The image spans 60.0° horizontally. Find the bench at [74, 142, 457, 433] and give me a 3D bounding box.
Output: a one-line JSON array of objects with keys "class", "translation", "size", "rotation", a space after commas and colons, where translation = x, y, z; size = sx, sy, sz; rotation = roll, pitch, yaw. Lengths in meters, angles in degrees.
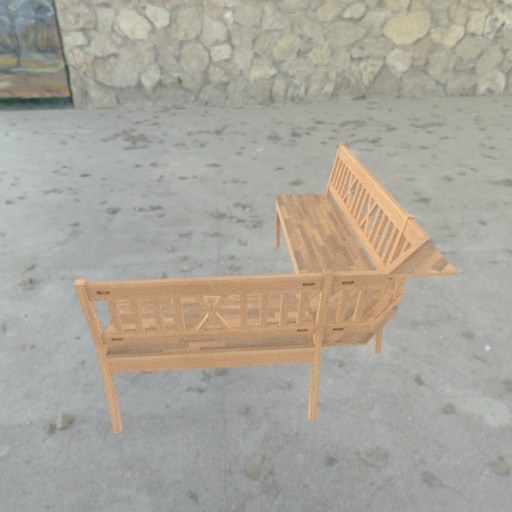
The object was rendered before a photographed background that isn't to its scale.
[{"class": "bench", "translation": [0.000, 0.000, 2.799], "size": [1.537, 0.902, 1.937], "rotation": [-2, 29, -4]}]
